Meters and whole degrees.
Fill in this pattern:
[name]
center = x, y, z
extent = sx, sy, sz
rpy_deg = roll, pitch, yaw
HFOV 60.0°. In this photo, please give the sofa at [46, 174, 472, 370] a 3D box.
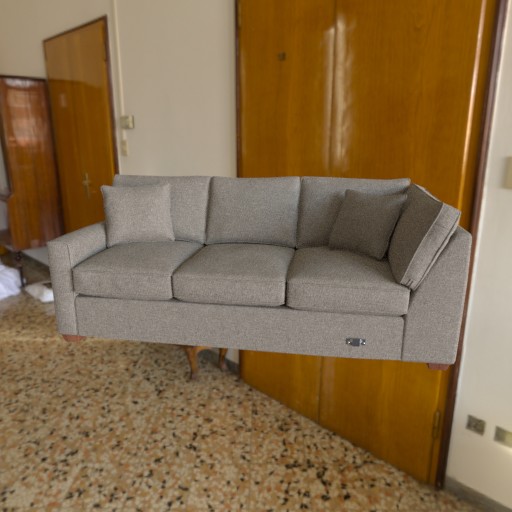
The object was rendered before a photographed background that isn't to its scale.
[sofa]
center = 0.000, 0.000, 2.856
extent = 2.317, 0.962, 1.061
rpy_deg = 3, 15, 10
